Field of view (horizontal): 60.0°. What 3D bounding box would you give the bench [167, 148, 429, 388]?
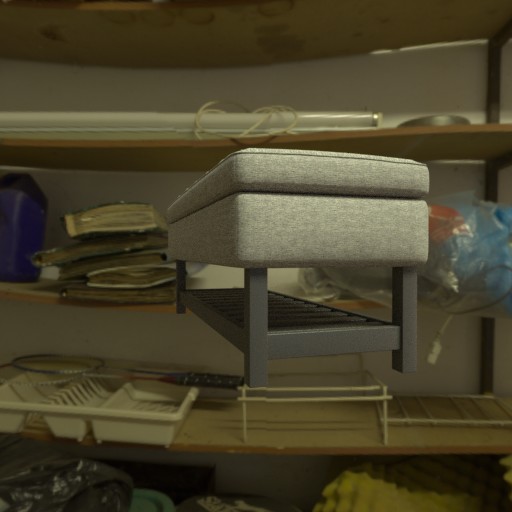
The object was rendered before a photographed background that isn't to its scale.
[{"bbox_3d":[0.000,0.000,1.352,0.429,0.470,1.100,0,1,-17],"label":"bench"}]
